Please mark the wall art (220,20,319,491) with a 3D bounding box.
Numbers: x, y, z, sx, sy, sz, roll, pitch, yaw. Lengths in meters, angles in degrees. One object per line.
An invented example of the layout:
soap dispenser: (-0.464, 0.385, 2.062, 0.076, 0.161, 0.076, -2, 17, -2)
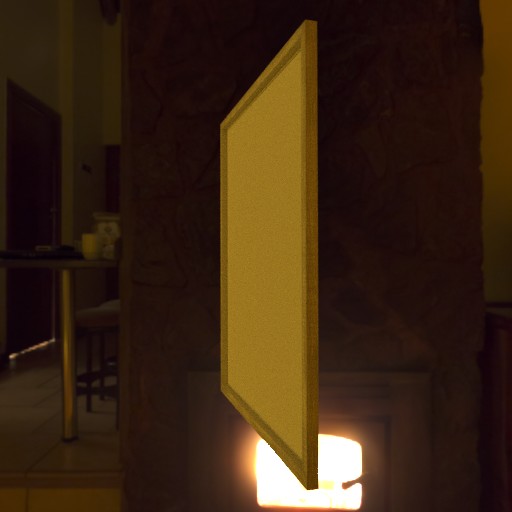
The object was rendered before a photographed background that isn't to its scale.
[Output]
wall art: (0.000, 0.000, 1.335, 0.035, 1.022, 0.781, 0, -1, -19)
